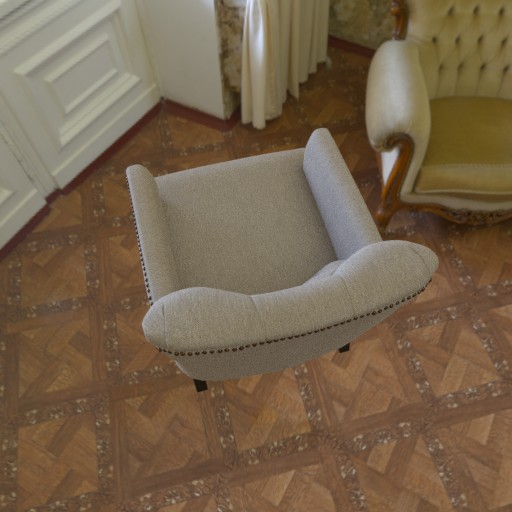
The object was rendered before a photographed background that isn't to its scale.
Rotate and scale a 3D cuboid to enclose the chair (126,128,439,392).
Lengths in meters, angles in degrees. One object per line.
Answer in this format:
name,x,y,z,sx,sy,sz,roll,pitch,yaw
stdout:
chair,0.000,0.000,1.522,0.737,0.823,0.902,-13,59,-8
